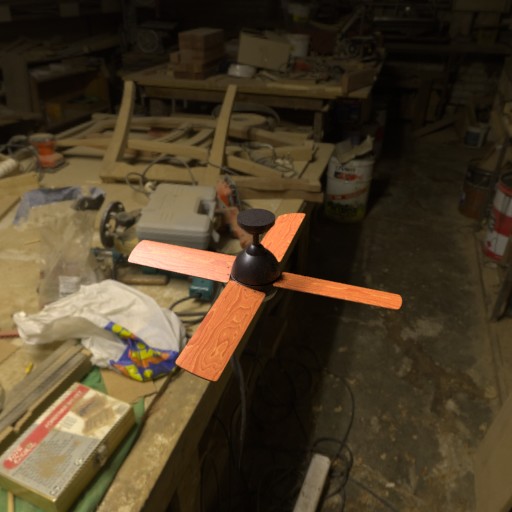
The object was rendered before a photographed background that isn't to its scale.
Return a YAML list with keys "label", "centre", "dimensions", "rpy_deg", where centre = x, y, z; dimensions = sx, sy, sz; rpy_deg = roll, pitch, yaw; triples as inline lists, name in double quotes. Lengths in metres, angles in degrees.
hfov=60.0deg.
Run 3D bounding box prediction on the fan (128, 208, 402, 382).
- label: "fan"
  centre: [0.000, 0.000, 2.044]
  dimensions: [1.332, 0.403, 1.332]
  rpy_deg: [10, 34, 16]
